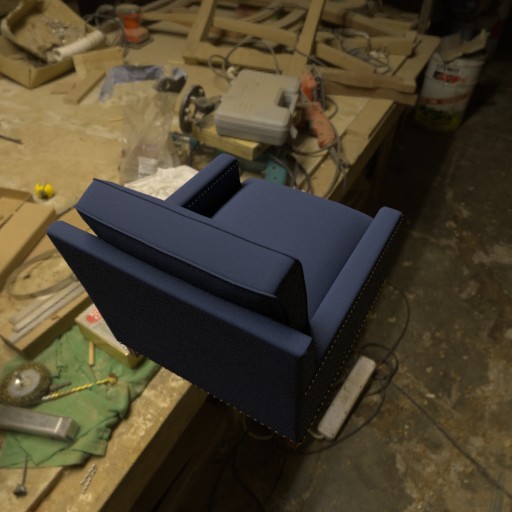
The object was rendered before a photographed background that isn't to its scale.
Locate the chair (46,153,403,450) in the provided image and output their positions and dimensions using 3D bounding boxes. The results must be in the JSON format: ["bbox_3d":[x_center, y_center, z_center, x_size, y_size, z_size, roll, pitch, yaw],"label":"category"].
[{"bbox_3d":[0.000,0.000,1.681,0.853,0.943,1.014,23,49,21],"label":"chair"}]
